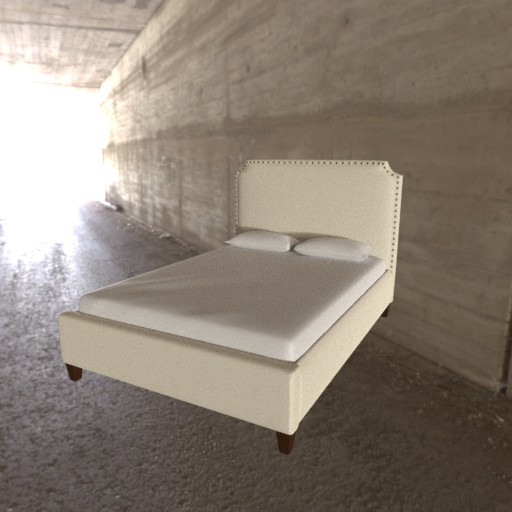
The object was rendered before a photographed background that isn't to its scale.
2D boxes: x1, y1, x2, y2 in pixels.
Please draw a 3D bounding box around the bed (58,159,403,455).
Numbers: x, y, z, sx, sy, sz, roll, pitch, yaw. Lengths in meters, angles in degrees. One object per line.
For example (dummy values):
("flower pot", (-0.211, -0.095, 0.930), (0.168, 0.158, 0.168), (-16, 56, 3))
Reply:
("bed", (0.000, 0.000, 3.456), (1.712, 1.443, 2.372), (7, 15, 28))
